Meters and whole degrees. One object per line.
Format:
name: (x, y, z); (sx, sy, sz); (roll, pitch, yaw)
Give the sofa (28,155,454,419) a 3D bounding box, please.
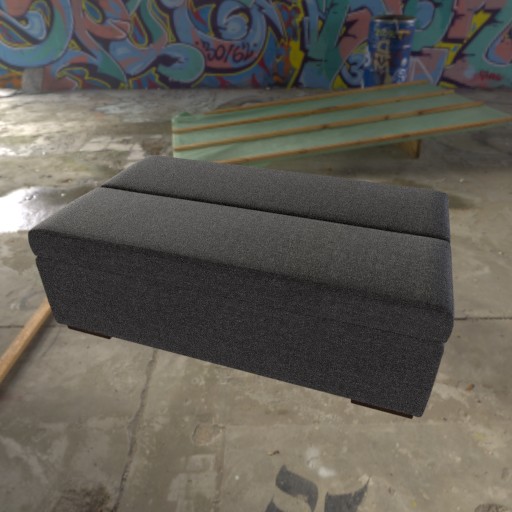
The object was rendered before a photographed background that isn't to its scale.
sofa: (0.000, 0.000, 1.559); (1.198, 0.417, 0.782); (10, 34, 16)
